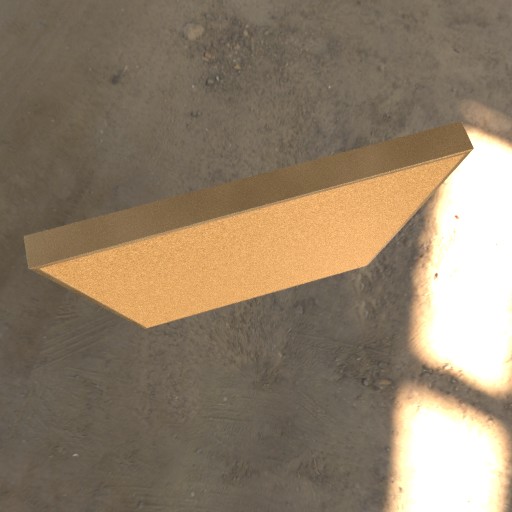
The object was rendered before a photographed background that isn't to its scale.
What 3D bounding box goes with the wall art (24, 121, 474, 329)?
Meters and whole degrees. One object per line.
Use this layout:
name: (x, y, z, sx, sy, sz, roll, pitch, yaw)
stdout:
wall art: (0.000, 0.000, 0.740, 0.513, 0.511, 0.038, -16, 74, -5)
